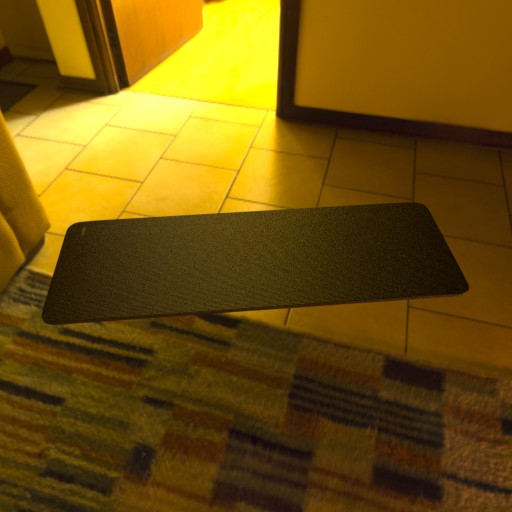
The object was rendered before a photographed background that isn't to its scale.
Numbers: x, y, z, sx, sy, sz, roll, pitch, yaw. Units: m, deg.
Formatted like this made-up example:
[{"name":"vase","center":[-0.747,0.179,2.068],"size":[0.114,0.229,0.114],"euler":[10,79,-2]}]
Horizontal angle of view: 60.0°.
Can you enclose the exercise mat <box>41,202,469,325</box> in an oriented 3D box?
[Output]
[{"name":"exercise mat","center":[0.000,0.000,2.104],"size":[1.869,0.021,0.616],"euler":[-4,48,-3]}]
